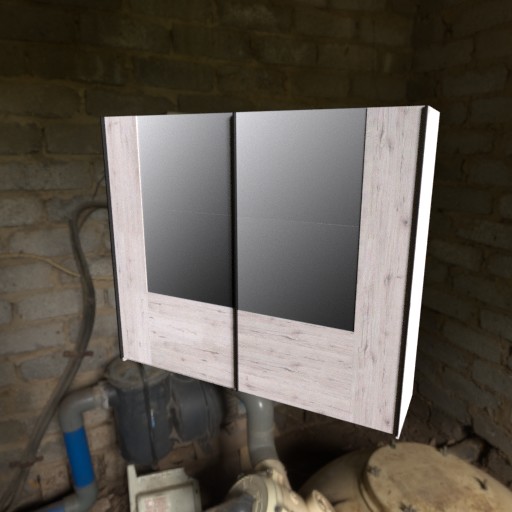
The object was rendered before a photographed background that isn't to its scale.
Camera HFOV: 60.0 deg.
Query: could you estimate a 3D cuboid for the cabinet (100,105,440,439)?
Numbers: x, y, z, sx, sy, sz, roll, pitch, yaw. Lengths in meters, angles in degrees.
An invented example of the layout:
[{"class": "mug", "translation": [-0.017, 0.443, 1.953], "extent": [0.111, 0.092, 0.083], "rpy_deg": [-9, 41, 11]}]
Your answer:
[{"class": "cabinet", "translation": [0.000, 0.000, 3.585], "extent": [2.500, 2.180, 0.660], "rpy_deg": [7, 16, 26]}]
